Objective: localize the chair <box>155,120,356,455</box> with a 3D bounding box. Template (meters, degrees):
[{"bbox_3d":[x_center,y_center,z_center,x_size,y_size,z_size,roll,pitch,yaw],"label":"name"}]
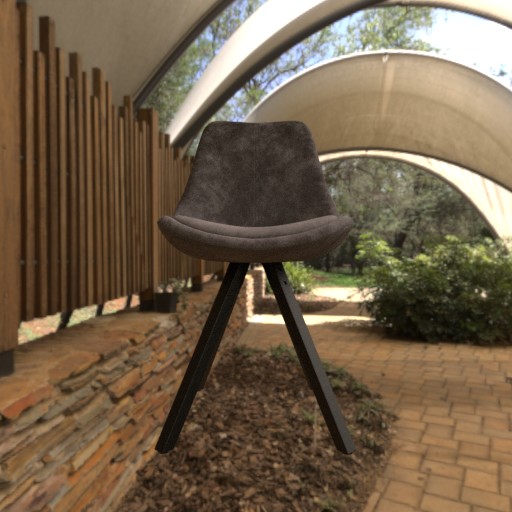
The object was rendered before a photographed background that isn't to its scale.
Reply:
[{"bbox_3d":[0.000,0.000,1.172,0.485,0.850,0.550,0,1,1],"label":"chair"}]
